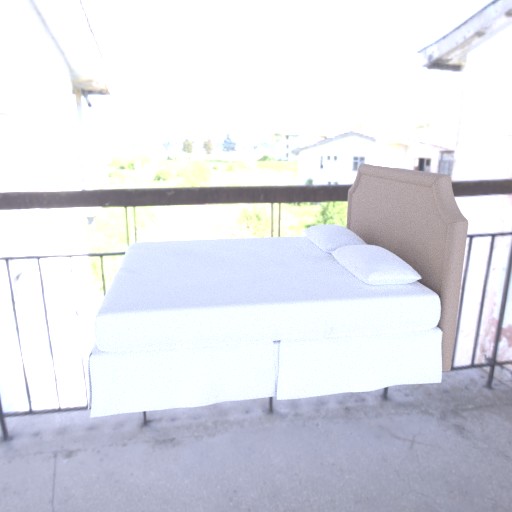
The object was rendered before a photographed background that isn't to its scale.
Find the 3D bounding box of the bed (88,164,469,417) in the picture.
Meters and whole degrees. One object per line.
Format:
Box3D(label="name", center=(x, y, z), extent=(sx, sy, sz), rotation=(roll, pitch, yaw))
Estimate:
Box3D(label="bed", center=(0.000, 0.000, 4.146), extent=(2.773, 1.590, 2.350), rotation=(-2, 15, -9))
